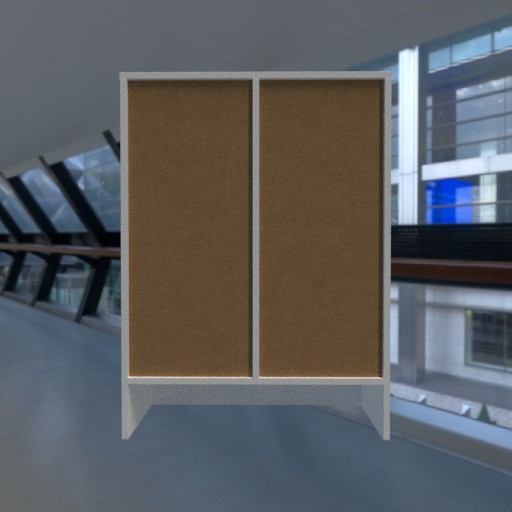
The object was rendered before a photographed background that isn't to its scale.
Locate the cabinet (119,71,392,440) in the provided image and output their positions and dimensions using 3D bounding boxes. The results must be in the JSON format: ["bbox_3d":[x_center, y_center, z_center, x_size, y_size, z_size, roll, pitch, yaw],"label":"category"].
[{"bbox_3d":[0.000,0.000,1.129,0.600,0.815,0.296,0,1,0],"label":"cabinet"}]
